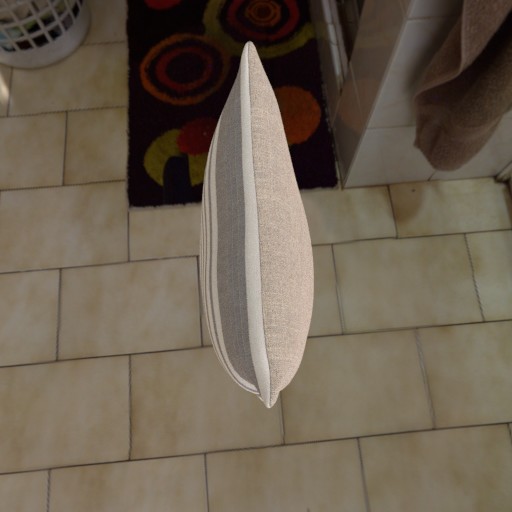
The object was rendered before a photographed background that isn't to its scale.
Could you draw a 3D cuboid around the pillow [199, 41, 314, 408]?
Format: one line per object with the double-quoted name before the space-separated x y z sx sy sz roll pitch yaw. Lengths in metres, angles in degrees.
"pillow" 0.000 0.000 0.689 0.182 0.440 0.439 -3 73 -1
